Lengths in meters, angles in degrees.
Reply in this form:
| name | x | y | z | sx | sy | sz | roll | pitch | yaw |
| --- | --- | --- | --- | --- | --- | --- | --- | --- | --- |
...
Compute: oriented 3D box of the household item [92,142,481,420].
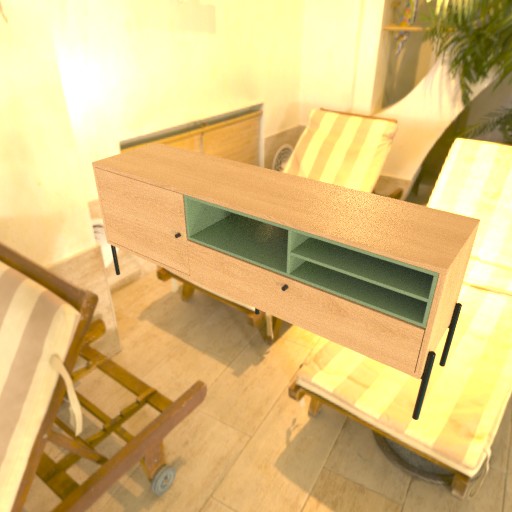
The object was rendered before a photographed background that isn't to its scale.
| name | x | y | z | sx | sy | sz | roll | pitch | yaw |
| --- | --- | --- | --- | --- | --- | --- | --- | --- | --- |
| household item | 0.000 | 0.000 | 1.825 | 1.550 | 0.600 | 0.400 | 20 | 36 | 30 |
